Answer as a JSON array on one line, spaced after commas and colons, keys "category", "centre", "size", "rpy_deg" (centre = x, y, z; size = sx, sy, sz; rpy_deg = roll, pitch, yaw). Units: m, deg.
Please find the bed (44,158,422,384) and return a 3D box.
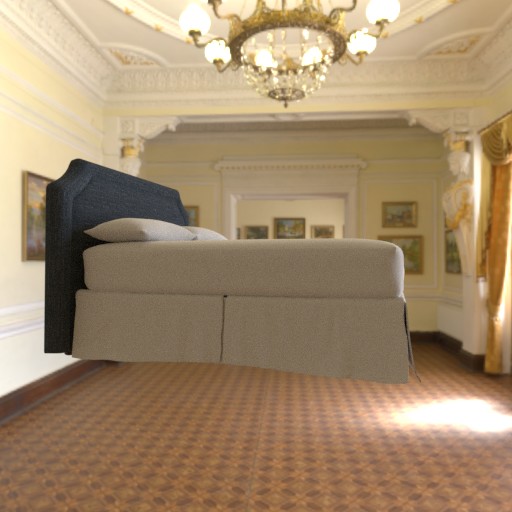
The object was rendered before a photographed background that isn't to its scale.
[{"category": "bed", "centre": [0.000, 0.000, 3.282], "size": [2.208, 1.297, 1.828], "rpy_deg": [0, -1, 17]}]
